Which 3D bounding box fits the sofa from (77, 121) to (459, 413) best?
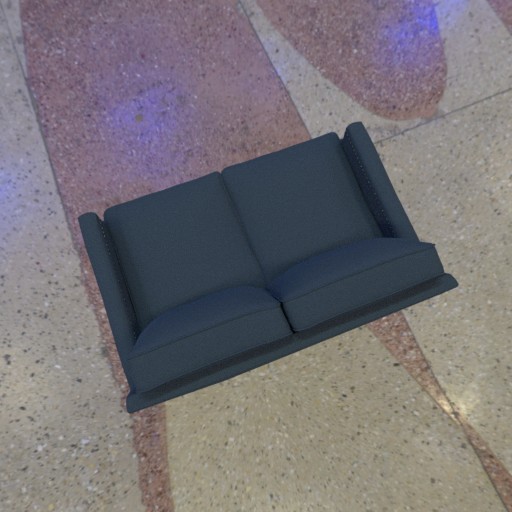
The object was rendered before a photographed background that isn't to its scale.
[{"bbox_3d":[0.000,0.000,2.323,1.597,1.003,1.084,-20,76,-5],"label":"sofa"}]
